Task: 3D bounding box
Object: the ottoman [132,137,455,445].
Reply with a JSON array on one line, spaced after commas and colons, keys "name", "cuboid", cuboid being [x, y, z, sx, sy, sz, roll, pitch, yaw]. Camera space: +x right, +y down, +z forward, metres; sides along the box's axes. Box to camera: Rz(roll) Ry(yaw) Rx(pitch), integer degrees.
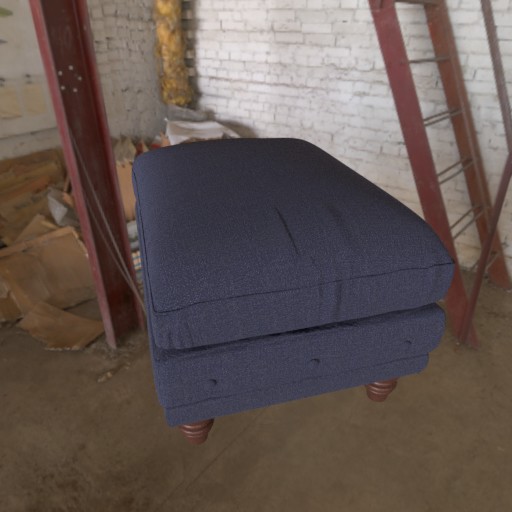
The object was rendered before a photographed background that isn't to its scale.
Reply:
[{"name": "ottoman", "cuboid": [0.000, 0.000, 1.105, 0.558, 0.486, 0.767, -8, 30, -14]}]
